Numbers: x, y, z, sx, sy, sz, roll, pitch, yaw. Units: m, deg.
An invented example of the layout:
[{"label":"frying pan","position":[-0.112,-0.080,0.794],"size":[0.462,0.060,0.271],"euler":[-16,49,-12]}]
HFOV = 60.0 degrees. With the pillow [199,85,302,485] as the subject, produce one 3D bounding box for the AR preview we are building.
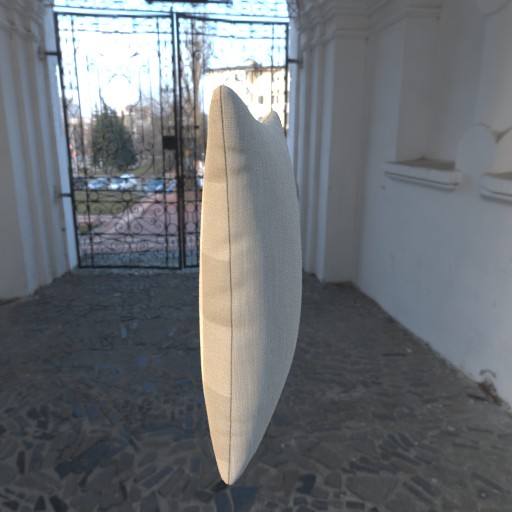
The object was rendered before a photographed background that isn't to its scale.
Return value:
[{"label":"pillow","position":[0.000,0.000,0.772],"size":[0.161,0.509,0.511],"euler":[2,15,8]}]
